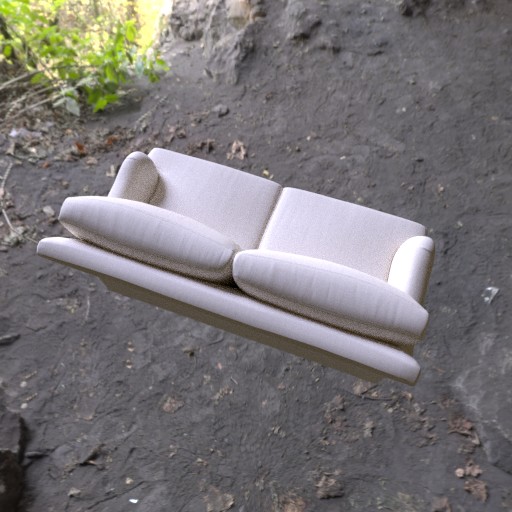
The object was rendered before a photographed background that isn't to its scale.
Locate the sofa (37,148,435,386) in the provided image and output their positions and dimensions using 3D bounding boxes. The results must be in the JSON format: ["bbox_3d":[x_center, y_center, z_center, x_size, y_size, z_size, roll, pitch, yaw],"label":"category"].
[{"bbox_3d":[0.000,0.000,2.527,1.853,1.101,1.084,18,65,9],"label":"sofa"}]
